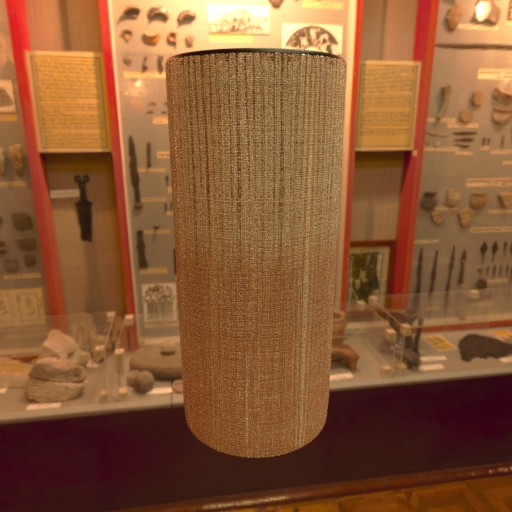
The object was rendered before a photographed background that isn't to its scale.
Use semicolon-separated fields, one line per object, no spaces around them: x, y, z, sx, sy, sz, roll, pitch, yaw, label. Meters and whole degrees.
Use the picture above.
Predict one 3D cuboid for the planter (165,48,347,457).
0.000;0.000;0.280;0.100;0.227;0.100;-2;17;-7;planter
